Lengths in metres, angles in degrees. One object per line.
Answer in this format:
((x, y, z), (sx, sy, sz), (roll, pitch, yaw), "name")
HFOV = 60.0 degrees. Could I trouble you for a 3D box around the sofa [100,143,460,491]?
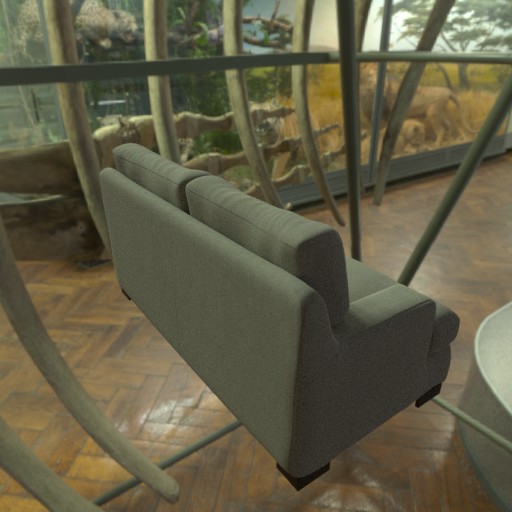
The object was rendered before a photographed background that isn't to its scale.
((0.000, 0.000, 2.308), (0.962, 0.980, 1.855), (-17, 30, -32), "sofa")
